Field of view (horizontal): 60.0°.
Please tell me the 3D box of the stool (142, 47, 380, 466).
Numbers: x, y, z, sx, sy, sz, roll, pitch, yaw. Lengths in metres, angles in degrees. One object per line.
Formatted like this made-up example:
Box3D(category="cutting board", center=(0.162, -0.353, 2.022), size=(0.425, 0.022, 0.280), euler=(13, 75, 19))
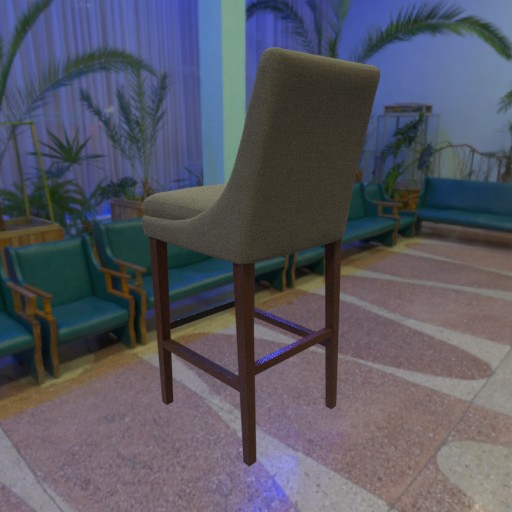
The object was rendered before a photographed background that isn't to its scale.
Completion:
Box3D(category="stool", center=(0.000, 0.000, 1.367), size=(0.470, 1.078, 0.577), euler=(-15, 21, -42))
